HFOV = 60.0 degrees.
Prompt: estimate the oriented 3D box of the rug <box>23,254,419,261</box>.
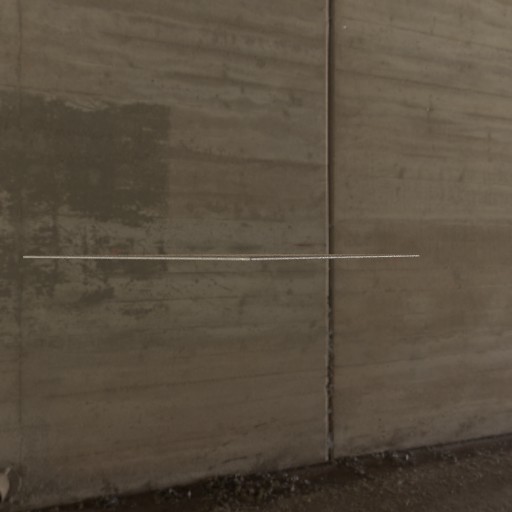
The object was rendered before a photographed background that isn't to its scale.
[{"bbox_3d":[0.000,0.000,3.517,1.819,0.018,2.746,0,0,34],"label":"rug"}]
